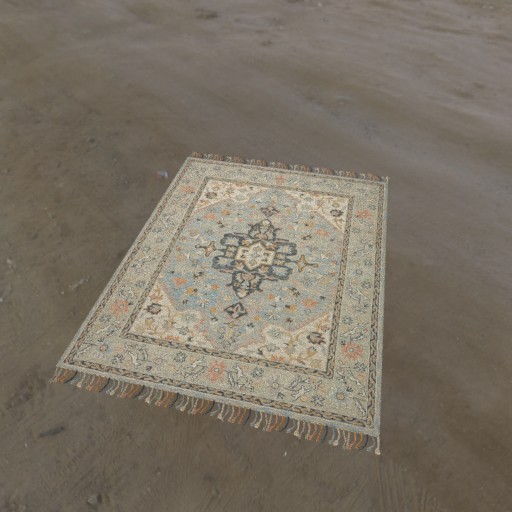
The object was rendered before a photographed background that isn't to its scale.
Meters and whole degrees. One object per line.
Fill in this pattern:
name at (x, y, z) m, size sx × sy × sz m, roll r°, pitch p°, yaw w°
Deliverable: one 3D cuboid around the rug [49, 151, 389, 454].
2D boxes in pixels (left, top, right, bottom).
rug at (0.000, 0.000, 2.227) m, size 1.278 × 0.009 × 1.730 m, roll 9°, pitch 45°, yaw 9°
